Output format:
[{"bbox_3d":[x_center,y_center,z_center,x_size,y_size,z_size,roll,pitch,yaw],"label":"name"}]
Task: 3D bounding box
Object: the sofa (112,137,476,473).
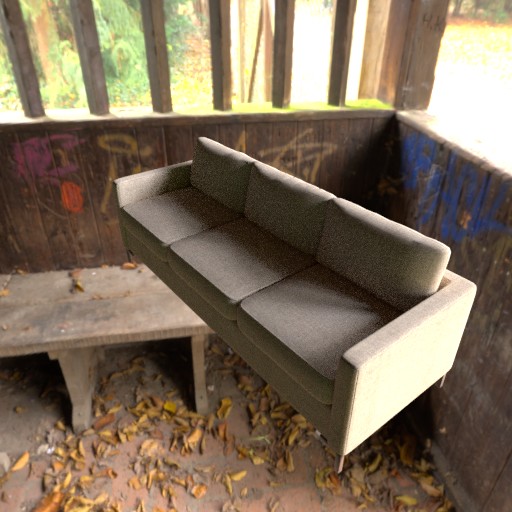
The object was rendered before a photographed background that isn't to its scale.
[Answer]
[{"bbox_3d":[0.000,0.000,2.648,0.859,0.874,2.218,-23,39,-31],"label":"sofa"}]
